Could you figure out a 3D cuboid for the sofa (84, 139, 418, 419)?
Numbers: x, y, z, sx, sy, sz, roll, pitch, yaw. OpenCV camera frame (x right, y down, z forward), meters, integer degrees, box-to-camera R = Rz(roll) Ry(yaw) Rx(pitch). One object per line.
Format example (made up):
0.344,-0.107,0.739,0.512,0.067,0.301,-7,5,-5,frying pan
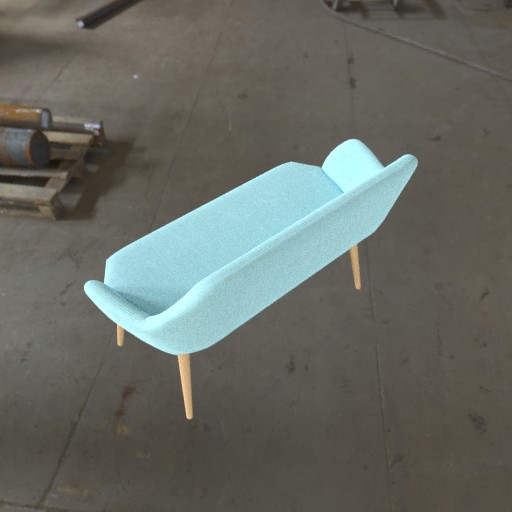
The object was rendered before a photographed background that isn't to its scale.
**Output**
0.000,0.000,1.620,1.150,0.840,0.610,-32,56,-25,sofa
